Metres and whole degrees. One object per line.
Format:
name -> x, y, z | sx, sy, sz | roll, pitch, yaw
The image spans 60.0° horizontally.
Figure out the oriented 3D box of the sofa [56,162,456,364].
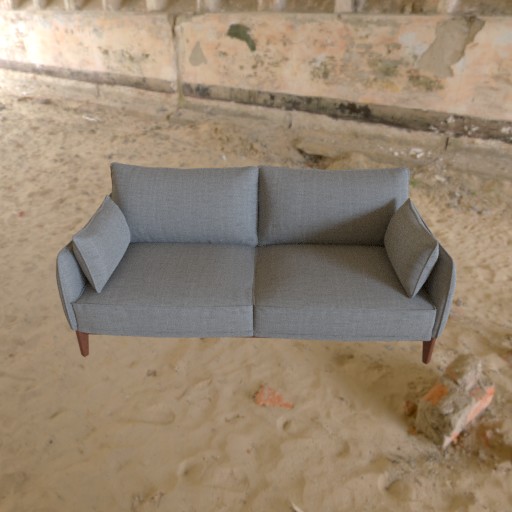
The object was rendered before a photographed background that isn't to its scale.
sofa -> 0.000, 0.000, 2.551 | 1.989, 0.851, 0.972 | 1, 30, 2
